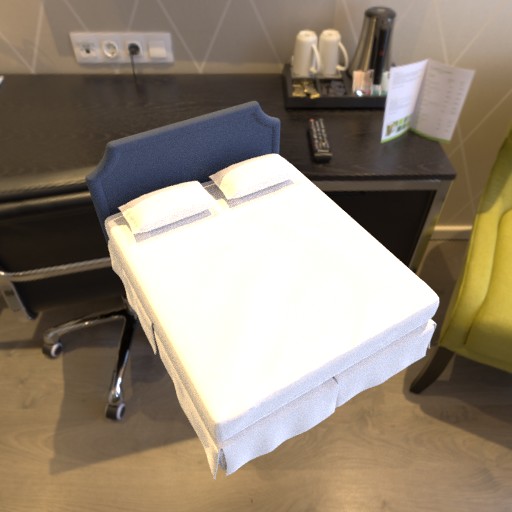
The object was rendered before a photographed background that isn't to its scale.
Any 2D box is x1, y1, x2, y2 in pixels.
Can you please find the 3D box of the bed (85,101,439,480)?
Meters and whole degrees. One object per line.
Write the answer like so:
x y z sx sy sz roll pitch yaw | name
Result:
0.000 0.000 4.159 2.350 1.488 2.773 -23 50 -21 | bed
